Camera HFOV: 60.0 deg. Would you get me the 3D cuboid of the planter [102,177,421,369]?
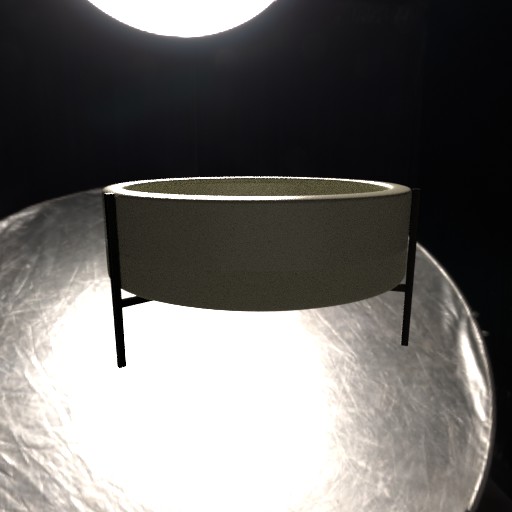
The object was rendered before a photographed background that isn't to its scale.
[{"bbox_3d":[0.000,0.000,0.528,0.336,0.171,0.345,-2,13,-10],"label":"planter"}]
